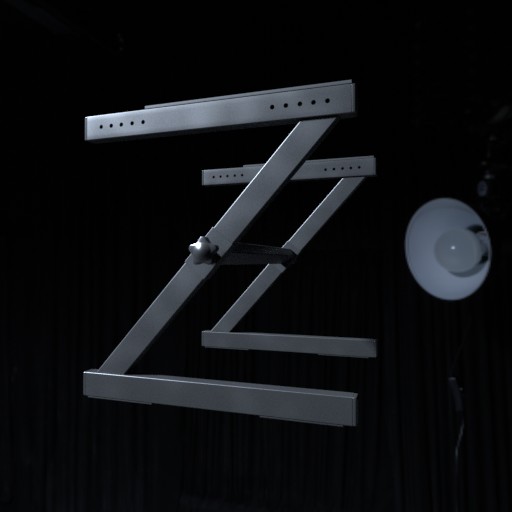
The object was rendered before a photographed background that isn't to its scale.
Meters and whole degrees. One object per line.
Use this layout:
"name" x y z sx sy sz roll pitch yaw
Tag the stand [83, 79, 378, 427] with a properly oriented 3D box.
"stand" 0.000 0.000 1.168 0.586 0.617 0.700 0 -1 19
